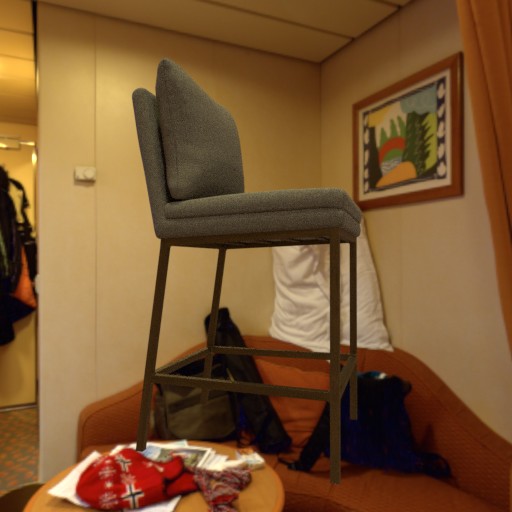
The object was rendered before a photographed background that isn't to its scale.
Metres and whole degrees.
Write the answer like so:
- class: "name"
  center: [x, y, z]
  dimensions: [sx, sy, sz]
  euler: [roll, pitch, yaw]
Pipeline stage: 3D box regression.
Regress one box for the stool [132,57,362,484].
- class: "stool"
  center: [0.000, 0.000, 1.293]
  dimensions: [0.569, 1.031, 0.463]
  euler: [0, -1, 18]
